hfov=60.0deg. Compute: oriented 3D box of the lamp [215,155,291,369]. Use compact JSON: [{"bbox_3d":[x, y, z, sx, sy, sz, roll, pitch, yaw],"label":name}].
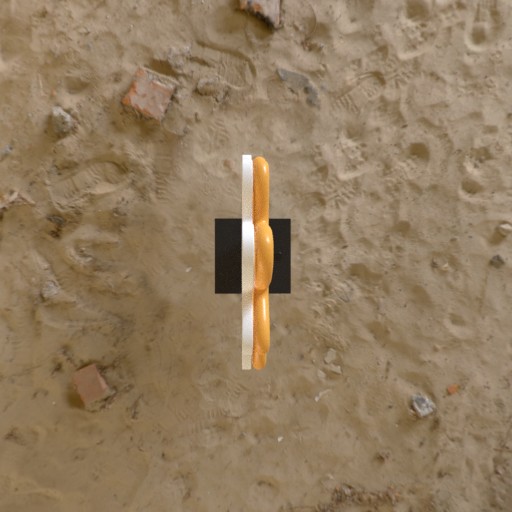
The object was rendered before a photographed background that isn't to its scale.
[{"bbox_3d":[0.000,0.000,0.394,0.088,0.317,0.167,0,90,-2],"label":"lamp"}]
